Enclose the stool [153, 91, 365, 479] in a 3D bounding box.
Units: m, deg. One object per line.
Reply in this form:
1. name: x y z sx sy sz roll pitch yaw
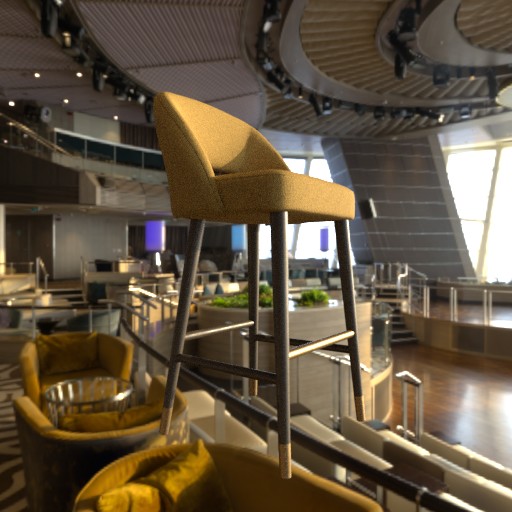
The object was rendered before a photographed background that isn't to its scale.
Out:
1. stool: 0.000 0.000 1.357 0.522 1.032 0.536 0 1 36
